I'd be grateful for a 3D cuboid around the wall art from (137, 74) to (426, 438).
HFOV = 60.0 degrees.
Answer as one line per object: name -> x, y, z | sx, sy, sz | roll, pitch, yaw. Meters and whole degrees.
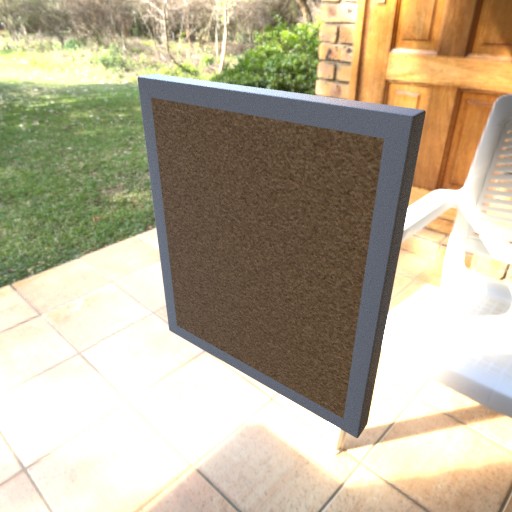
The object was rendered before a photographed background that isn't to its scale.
wall art -> 0.000, 0.000, 0.536 | 0.331, 0.381, 0.028 | 21, 36, 32
